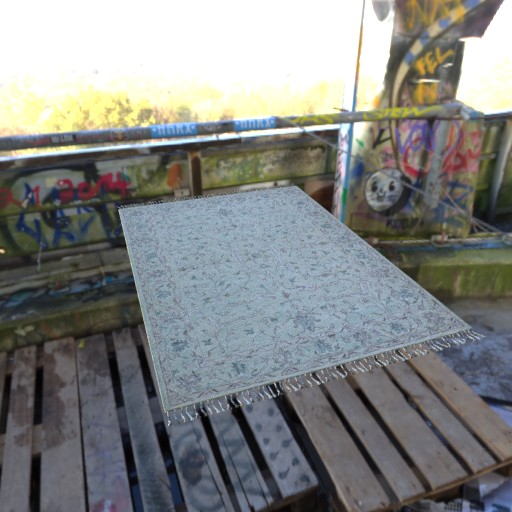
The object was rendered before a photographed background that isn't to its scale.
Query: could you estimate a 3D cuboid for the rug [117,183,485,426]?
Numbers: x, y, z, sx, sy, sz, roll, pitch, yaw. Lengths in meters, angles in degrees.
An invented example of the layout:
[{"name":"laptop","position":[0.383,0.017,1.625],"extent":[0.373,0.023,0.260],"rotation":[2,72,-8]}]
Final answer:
[{"name":"rug","position":[0.000,0.000,2.262],"extent":[1.247,0.008,1.802],"rotation":[-10,31,-17]}]
